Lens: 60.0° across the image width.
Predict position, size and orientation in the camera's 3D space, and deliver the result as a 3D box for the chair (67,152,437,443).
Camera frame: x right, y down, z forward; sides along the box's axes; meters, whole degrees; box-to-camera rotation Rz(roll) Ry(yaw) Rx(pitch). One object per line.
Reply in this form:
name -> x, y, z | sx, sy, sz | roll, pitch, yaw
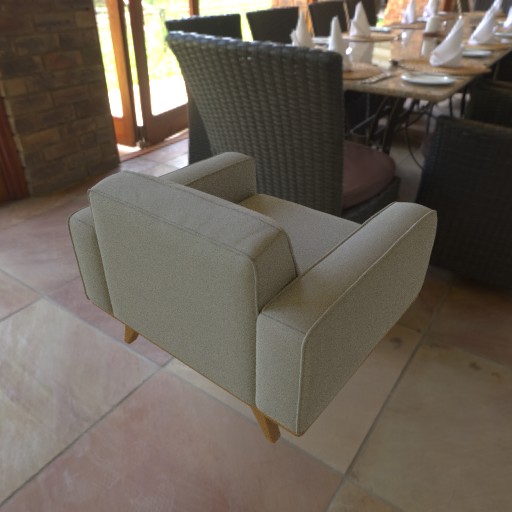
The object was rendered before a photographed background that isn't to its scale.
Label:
chair -> 0.000, 0.000, 1.774 | 1.115, 0.779, 0.953 | 23, 39, 31
